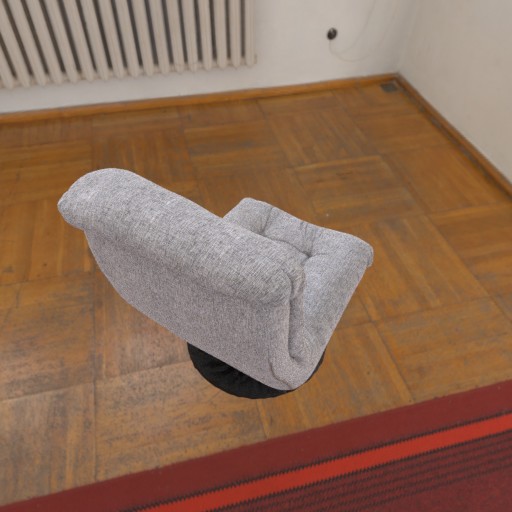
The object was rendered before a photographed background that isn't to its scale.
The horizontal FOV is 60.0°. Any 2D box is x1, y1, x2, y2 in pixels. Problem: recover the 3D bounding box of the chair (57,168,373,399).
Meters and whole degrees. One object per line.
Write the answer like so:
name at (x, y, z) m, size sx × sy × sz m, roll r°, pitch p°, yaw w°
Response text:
chair at (0.000, 0.000, 0.960) m, size 0.400 × 0.600 × 0.583 m, roll 23°, pitch 51°, yaw 20°
